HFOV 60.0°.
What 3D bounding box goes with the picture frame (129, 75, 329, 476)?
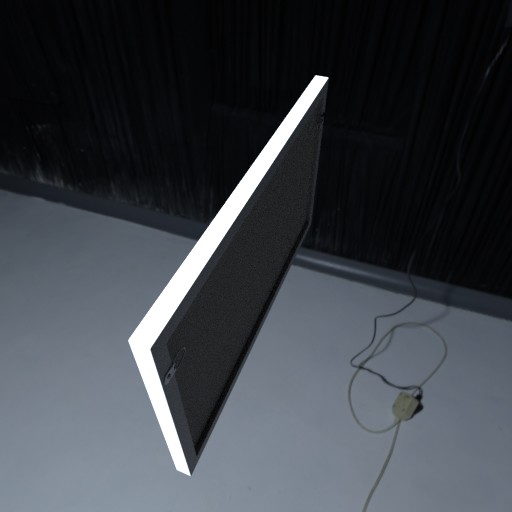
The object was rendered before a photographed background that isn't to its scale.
[{"bbox_3d":[0.000,0.000,0.784,0.044,0.379,0.647,16,48,15],"label":"picture frame"}]
